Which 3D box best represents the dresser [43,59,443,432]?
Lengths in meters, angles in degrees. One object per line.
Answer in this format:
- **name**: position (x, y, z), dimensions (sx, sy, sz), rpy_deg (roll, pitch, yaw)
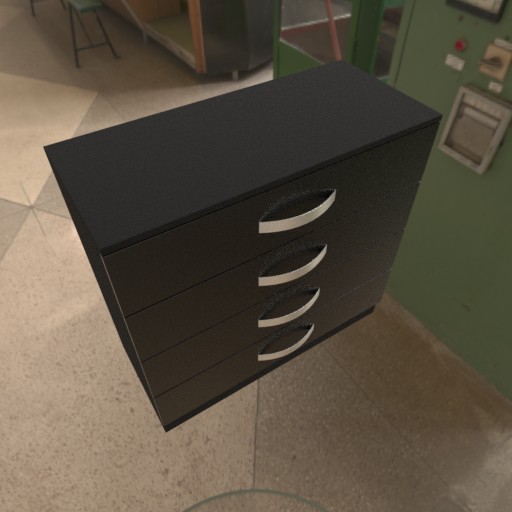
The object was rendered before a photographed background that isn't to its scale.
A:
- **dresser**: position (0.000, 0.000, 1.153), dimensions (0.750, 0.720, 0.360), rpy_deg (-25, 51, -22)
